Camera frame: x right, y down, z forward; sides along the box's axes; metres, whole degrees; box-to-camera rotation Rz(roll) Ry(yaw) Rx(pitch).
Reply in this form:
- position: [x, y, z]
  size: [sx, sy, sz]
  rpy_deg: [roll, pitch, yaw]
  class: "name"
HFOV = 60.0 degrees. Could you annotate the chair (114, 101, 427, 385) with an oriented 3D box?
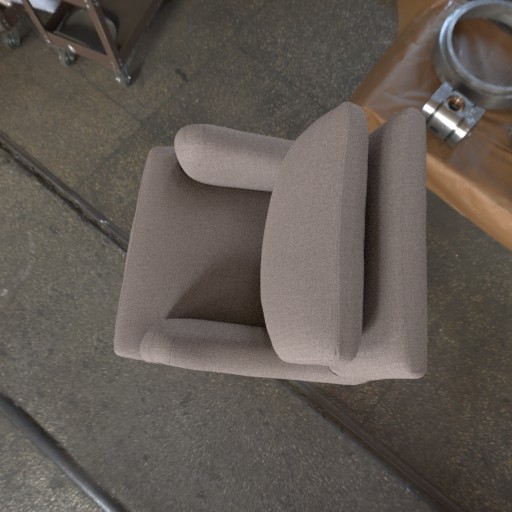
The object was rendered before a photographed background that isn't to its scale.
- position: [0.000, 0.000, 1.823]
  size: [1.070, 1.038, 0.955]
  rpy_deg: [5, 74, 2]
  class: "chair"
